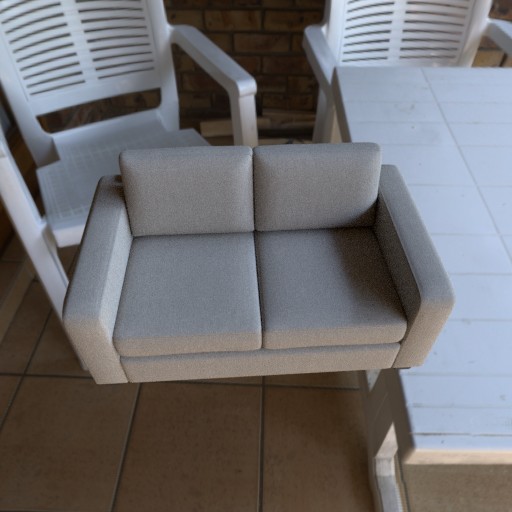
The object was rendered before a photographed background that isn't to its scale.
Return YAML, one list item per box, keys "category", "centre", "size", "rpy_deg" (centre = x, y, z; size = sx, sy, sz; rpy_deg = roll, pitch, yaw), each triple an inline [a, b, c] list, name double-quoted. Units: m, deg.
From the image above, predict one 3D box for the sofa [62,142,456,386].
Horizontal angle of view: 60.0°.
- category: "sofa"
  centre: [0.000, 0.000, 2.097]
  size: [1.540, 0.800, 0.900]
  rpy_deg: [-3, 47, -2]
